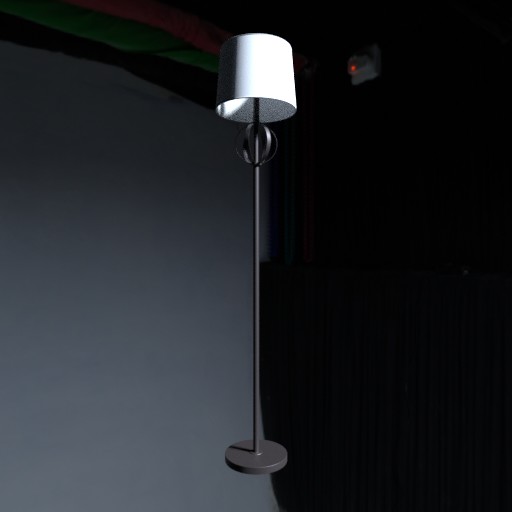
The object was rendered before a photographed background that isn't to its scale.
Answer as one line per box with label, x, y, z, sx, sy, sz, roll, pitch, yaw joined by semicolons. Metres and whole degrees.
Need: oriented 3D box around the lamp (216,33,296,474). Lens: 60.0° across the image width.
lamp;0.000;0.000;1.587;0.286;1.462;0.286;0;1;-37
